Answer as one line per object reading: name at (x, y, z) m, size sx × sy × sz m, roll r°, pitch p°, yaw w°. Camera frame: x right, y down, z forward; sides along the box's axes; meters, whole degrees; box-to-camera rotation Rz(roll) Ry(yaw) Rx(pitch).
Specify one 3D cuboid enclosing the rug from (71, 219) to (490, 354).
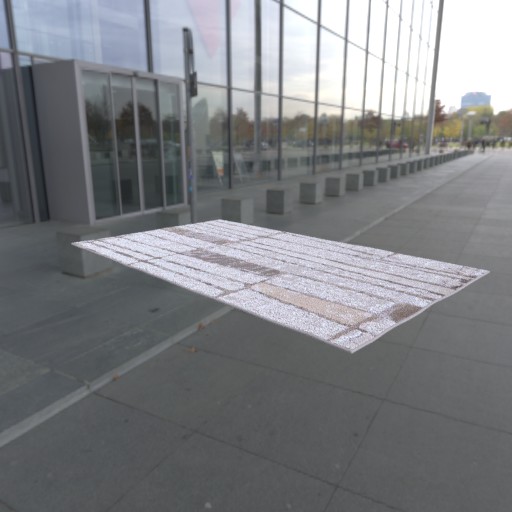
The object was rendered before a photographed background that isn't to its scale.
rug at (0.000, 0.000, 1.043) m, size 0.515 × 0.007 × 0.867 m, roll -14°, pitch 20°, yaw -43°
